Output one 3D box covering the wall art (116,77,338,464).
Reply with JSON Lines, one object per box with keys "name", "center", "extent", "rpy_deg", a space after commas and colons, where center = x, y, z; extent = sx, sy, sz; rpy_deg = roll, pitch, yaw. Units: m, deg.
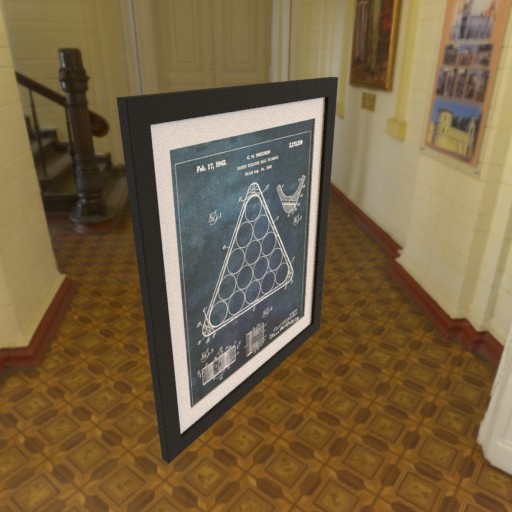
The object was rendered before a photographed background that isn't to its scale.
{"name": "wall art", "center": [0.000, 0.000, 0.500], "extent": [0.010, 0.361, 0.311], "rpy_deg": [18, 31, 34]}
